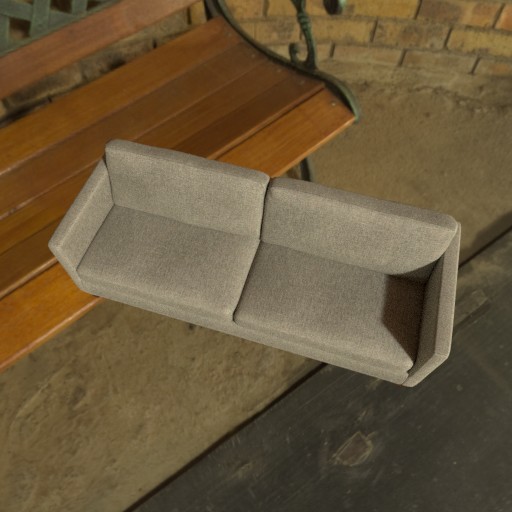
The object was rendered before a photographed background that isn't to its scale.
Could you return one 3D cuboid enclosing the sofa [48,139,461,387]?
[{"bbox_3d":[0.000,0.000,2.961,2.434,0.951,0.948,15,61,9],"label":"sofa"}]
